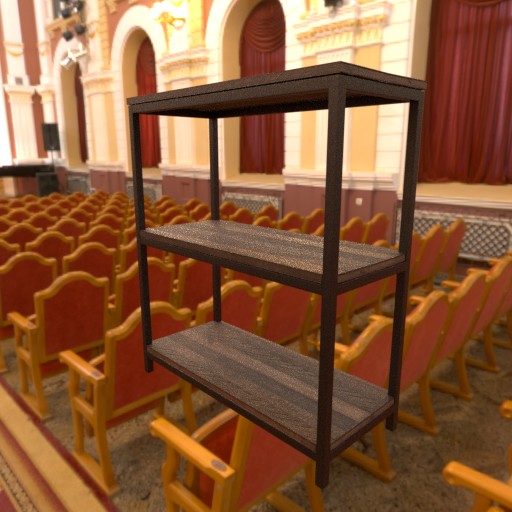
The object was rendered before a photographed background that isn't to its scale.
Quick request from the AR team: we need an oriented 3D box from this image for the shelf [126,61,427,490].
[{"bbox_3d":[0.000,0.000,1.346,0.352,0.947,0.822,-12,18,-42],"label":"shelf"}]
